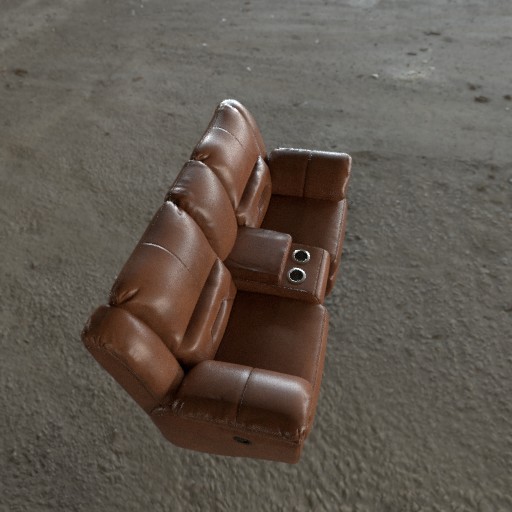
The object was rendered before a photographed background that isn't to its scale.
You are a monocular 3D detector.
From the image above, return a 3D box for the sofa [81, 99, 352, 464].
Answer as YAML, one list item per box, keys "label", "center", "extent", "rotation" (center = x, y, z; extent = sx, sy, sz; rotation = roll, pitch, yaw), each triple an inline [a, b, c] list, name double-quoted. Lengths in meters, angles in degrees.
- label: "sofa"
  center: [0.000, 0.000, 2.604]
  extent: [0.991, 1.043, 2.058]
  rotation: [10, 48, 9]
